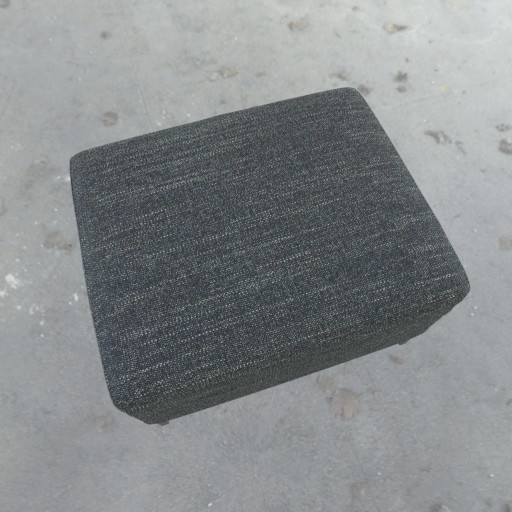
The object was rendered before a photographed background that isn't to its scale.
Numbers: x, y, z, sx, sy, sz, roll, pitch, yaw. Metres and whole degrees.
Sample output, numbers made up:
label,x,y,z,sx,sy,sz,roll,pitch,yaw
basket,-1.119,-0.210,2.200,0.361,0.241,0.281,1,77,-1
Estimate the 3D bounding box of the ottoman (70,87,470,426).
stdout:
label,x,y,z,sx,sy,sz,roll,pitch,yaw
ottoman,0.000,0.000,1.208,0.814,0.491,0.667,-16,65,-8
